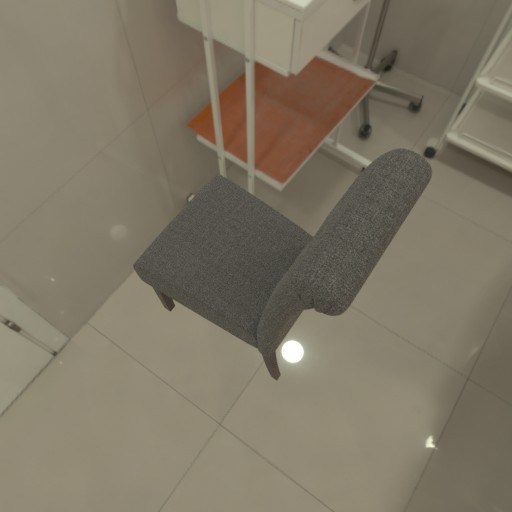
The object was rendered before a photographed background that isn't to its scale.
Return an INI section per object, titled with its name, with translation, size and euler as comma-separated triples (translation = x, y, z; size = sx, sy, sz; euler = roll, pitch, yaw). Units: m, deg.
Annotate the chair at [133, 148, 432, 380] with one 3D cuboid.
[chair]
translation = 0.000, 0.000, 1.374
size = 0.671, 1.006, 0.456
euler = 32, 67, 15
